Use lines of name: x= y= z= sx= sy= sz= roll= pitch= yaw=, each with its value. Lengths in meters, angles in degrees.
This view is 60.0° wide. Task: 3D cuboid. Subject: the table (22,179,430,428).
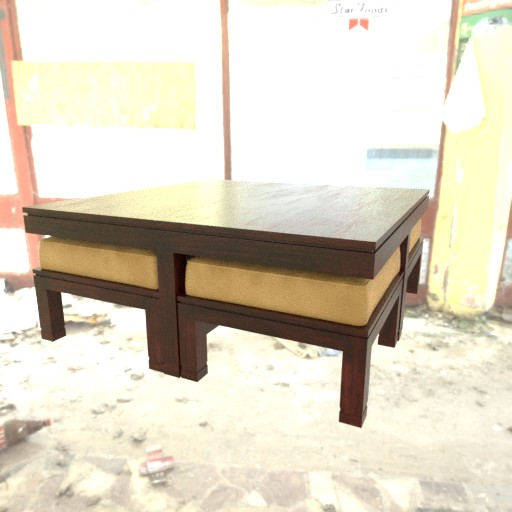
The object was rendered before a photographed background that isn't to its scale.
table: x=0.000 y=0.000 z=1.333 sx=0.865 sy=0.356 sz=0.865 roll=7 pitch=17 yaw=25
